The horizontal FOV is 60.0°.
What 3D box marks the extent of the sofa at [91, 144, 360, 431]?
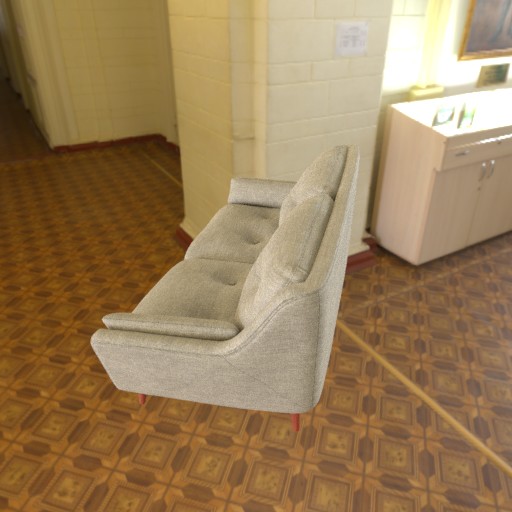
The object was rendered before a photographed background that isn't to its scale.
[{"bbox_3d":[0.000,0.000,2.493,0.976,0.897,1.930,8,31,13],"label":"sofa"}]
